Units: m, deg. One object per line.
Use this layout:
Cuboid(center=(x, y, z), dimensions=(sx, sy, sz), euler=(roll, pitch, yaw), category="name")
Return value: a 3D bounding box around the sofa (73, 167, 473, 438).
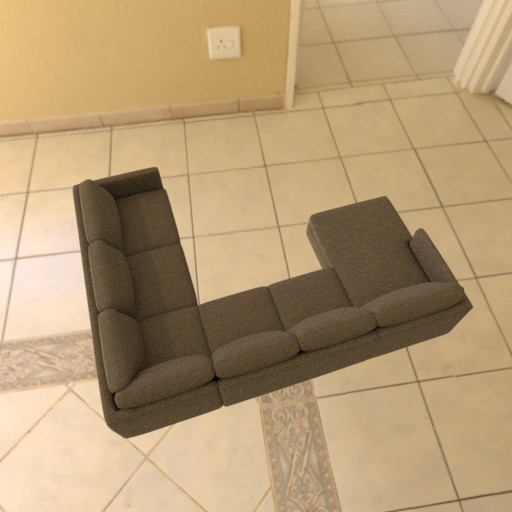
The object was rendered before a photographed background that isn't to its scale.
Cuboid(center=(0.000, 0.000, 4.465), dimensions=(3.238, 0.853, 2.551), euler=(-15, 59, -9), category="sofa")
